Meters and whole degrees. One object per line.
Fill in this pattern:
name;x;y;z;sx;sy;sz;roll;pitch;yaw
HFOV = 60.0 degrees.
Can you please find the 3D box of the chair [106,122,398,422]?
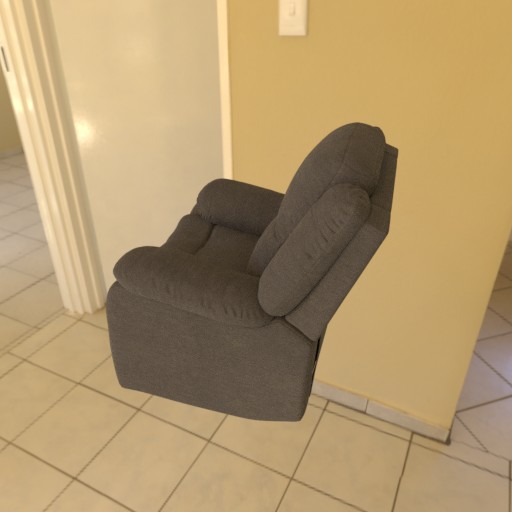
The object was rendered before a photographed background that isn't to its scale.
chair;0.000;0.000;1.733;0.944;1.008;0.899;9;30;15
